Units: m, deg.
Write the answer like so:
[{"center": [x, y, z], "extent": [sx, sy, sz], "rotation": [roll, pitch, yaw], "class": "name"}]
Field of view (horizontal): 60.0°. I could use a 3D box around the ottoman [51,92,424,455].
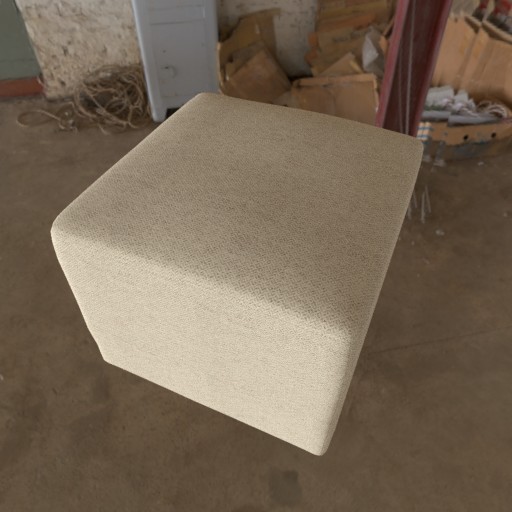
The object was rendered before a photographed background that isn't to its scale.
[{"center": [0.000, 0.000, 0.915], "extent": [0.512, 0.453, 0.521], "rotation": [18, 49, 16], "class": "ottoman"}]
